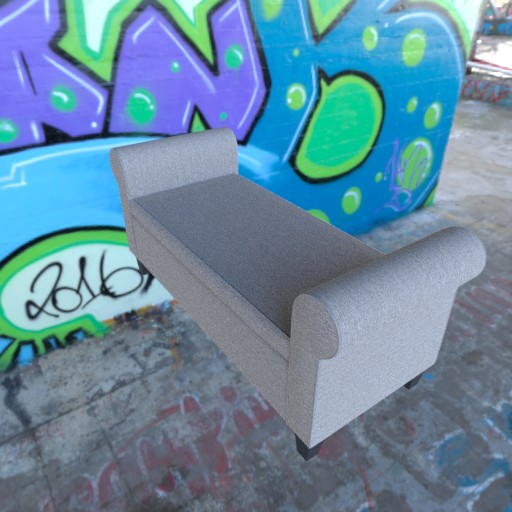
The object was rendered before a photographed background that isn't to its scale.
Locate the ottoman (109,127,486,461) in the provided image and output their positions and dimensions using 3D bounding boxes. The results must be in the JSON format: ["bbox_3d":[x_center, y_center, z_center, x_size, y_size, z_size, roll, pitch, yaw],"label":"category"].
[{"bbox_3d":[0.000,0.000,1.513,0.521,0.547,1.256,-20,37,-29],"label":"ottoman"}]
